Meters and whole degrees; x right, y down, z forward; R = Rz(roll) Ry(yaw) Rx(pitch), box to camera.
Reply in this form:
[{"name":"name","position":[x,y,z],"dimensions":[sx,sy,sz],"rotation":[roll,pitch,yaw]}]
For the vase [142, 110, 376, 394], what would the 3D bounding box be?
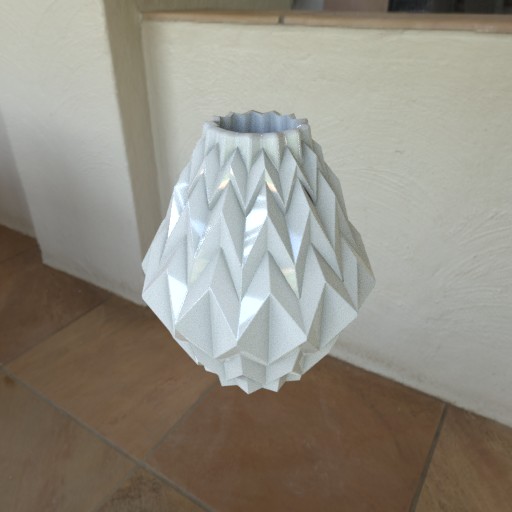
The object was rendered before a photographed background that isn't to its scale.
[{"name":"vase","position":[0.000,0.000,0.310],"dimensions":[0.164,0.185,0.164],"rotation":[0,30,0]}]
